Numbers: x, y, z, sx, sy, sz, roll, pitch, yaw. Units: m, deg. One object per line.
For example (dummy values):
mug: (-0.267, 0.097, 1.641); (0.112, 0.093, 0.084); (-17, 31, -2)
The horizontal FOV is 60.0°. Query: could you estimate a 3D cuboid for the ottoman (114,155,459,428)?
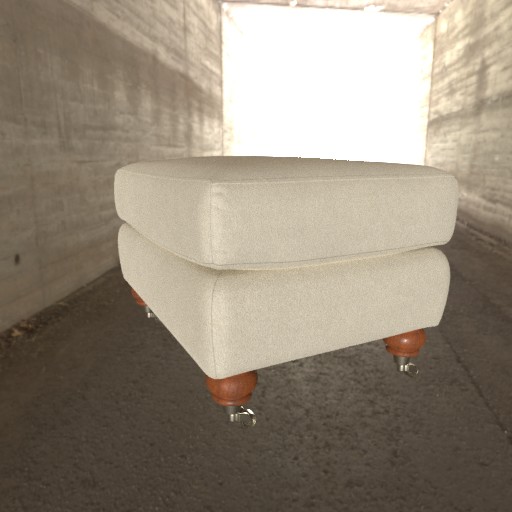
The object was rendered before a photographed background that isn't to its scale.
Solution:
ottoman: (0.000, 0.000, 1.131); (0.569, 0.499, 0.773); (-7, 14, -27)
